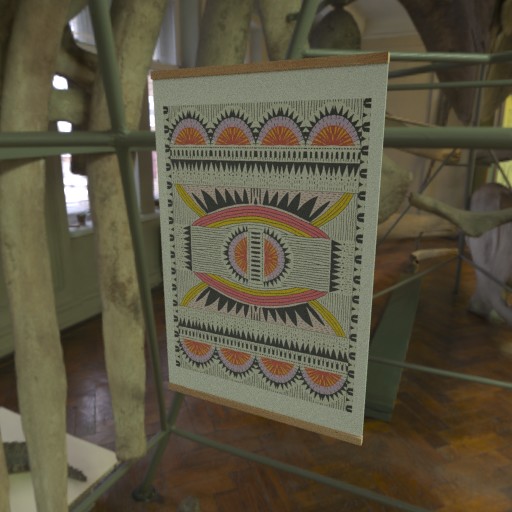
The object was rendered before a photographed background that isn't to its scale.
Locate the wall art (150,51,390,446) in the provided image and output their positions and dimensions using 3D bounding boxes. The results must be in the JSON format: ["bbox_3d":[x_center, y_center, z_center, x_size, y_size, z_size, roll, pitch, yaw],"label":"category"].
[{"bbox_3d":[0.000,0.000,1.899,0.999,1.533,0.028,7,16,25],"label":"wall art"}]
